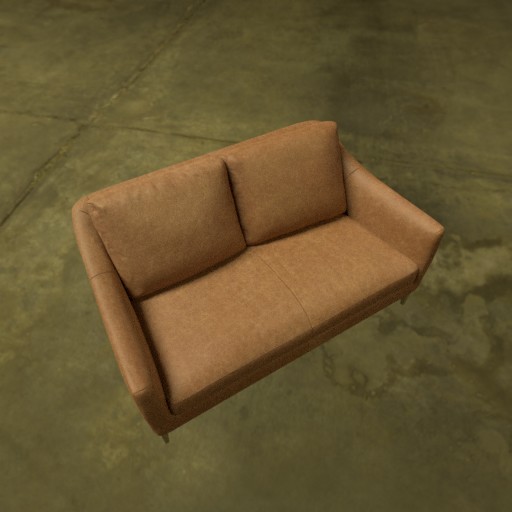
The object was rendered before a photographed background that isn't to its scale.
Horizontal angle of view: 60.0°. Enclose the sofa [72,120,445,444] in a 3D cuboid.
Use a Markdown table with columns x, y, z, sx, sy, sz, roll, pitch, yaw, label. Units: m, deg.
| x | y | z | sx | sy | sz | roll | pitch | yaw | label |
| --- | --- | --- | --- | --- | --- | --- | --- | --- | --- |
| 0.000 | 0.000 | 2.238 | 1.619 | 0.902 | 0.960 | -24 | 51 | -22 | sofa |
